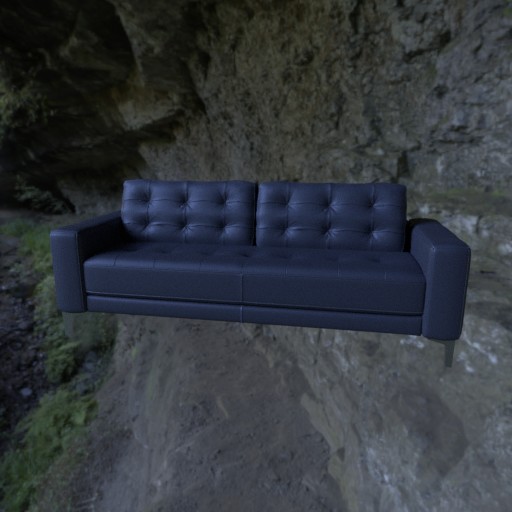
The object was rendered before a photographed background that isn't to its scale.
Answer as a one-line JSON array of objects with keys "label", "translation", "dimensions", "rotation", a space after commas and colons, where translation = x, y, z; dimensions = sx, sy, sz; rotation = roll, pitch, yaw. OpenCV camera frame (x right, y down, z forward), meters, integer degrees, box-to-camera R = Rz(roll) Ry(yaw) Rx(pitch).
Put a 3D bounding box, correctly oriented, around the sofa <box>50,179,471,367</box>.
[{"label": "sofa", "translation": [0.000, 0.000, 2.734], "dimensions": [2.275, 0.893, 0.833], "rotation": [3, 14, 10]}]
